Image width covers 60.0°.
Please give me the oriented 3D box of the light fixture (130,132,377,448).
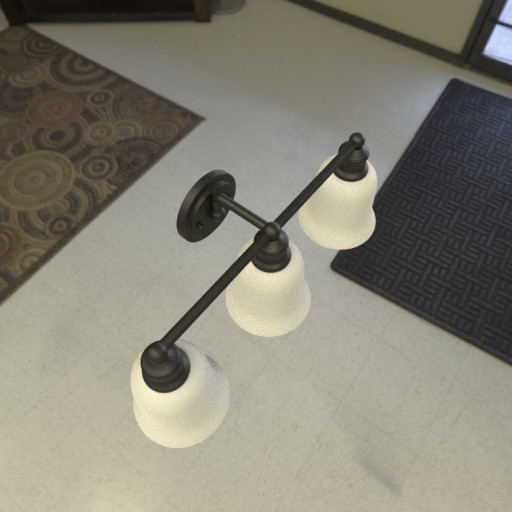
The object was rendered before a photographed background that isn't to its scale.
[{"bbox_3d":[0.000,0.000,0.672,0.198,0.211,0.570,34,65,19],"label":"light fixture"}]
